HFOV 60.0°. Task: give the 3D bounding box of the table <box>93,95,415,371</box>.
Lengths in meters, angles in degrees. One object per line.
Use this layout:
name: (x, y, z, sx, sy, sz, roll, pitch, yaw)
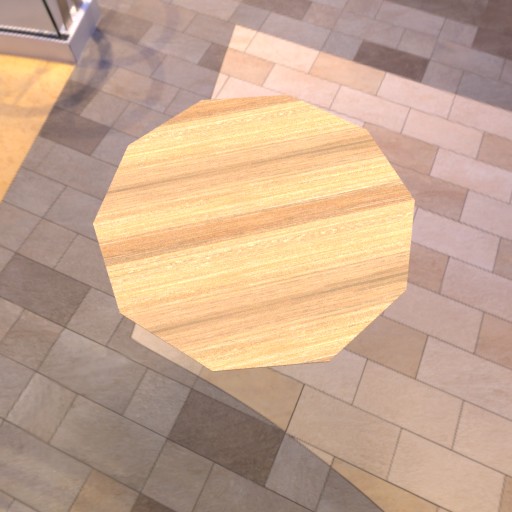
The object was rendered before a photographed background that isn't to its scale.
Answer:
table: (0.000, 0.000, 1.968, 1.186, 0.752, 1.186, 0, 64, 0)
